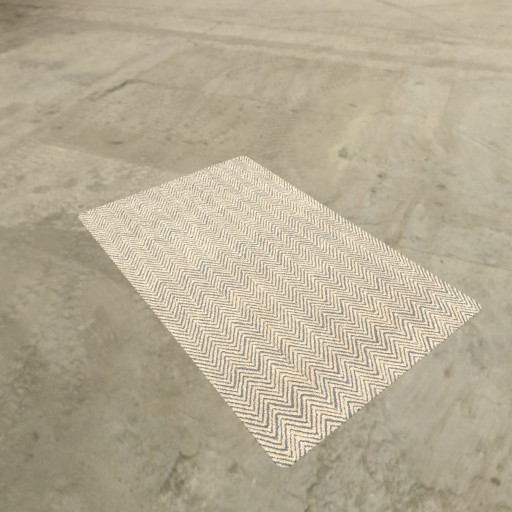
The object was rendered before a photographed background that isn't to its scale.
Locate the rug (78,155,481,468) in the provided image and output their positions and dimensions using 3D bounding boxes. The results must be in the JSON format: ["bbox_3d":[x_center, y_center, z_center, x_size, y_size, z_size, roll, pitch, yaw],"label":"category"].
[{"bbox_3d":[0.000,0.000,2.176,1.144,0.008,1.752,-27,47,-28],"label":"rug"}]
